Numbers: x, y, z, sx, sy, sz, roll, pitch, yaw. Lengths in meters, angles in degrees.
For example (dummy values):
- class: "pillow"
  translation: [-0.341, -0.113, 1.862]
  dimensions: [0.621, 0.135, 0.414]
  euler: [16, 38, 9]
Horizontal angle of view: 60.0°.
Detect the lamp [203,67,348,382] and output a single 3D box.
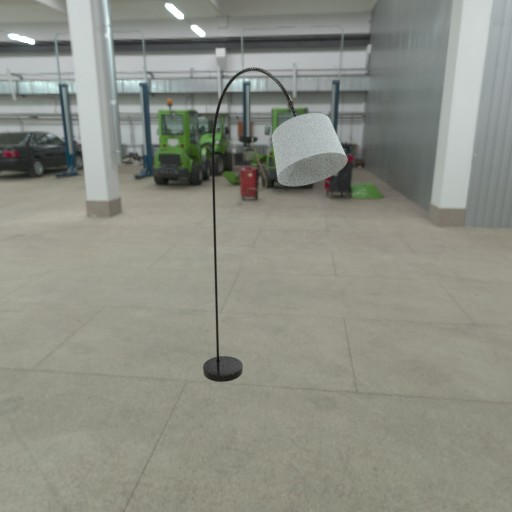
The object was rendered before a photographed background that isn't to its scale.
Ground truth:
- class: "lamp"
  translation: [0.000, 0.000, 2.649]
  dimensions: [0.331, 2.104, 1.363]
  euler: [-9, 18, -27]
